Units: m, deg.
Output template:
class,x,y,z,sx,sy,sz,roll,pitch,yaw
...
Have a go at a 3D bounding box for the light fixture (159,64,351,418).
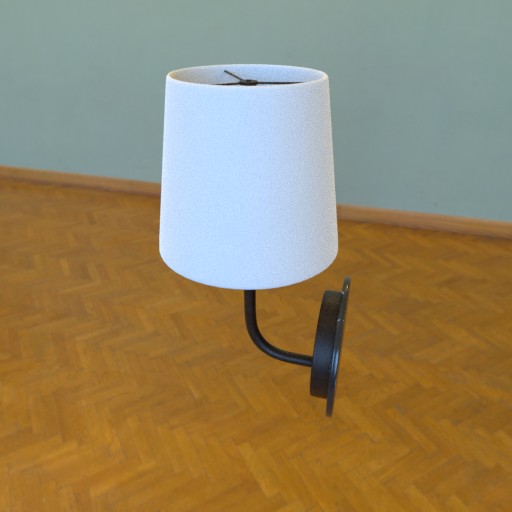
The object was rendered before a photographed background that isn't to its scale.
class,x,y,z,sx,sy,sz,roll,pitch,yaw
light fixture,0.000,0.000,0.440,0.188,0.337,0.168,8,31,13
